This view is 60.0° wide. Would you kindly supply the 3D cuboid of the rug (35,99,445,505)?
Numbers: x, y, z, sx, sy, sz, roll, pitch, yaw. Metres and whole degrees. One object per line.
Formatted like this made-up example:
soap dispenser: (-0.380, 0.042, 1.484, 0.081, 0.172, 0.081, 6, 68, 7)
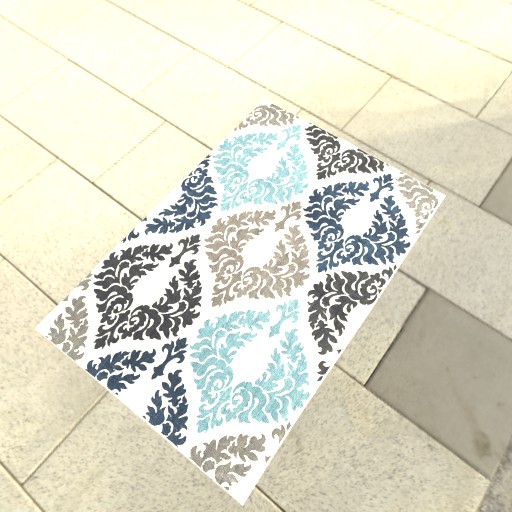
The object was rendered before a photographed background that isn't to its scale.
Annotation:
rug: (0.000, 0.000, 2.777, 1.514, 0.014, 2.275, 33, 67, 16)
